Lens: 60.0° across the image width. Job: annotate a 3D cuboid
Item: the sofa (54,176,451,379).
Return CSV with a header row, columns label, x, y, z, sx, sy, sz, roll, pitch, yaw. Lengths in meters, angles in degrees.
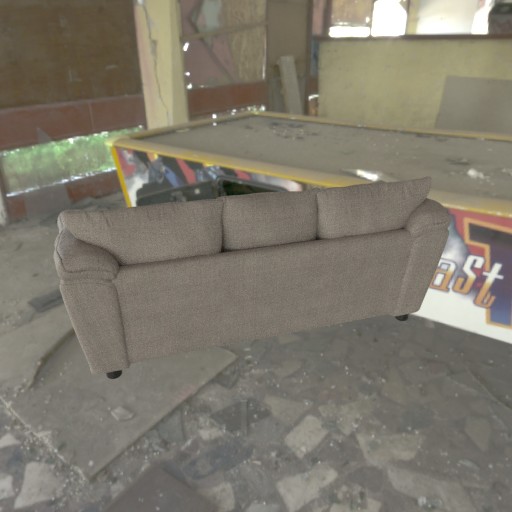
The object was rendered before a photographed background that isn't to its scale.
label,x,y,z,sx,sy,sz,roll,pitch,yaw
sofa,0.000,0.000,2.859,2.334,0.996,0.878,-8,27,-16
